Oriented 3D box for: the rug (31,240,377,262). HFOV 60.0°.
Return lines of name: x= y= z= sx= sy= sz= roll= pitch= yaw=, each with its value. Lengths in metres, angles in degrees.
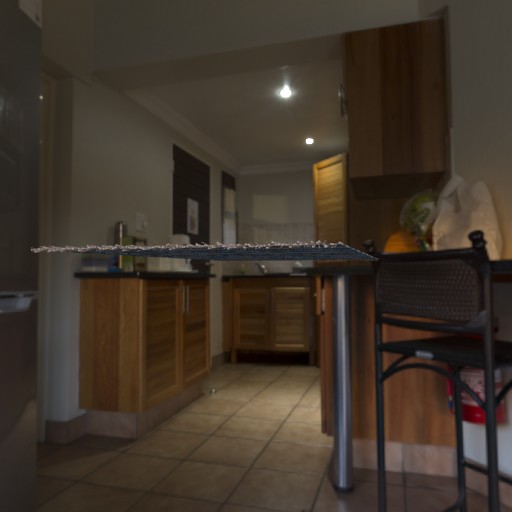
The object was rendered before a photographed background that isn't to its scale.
rug: x=0.000 y=0.000 z=2.410 sx=1.181 sy=0.028 sz=1.936 roll=-1 pitch=-2 yaw=19
